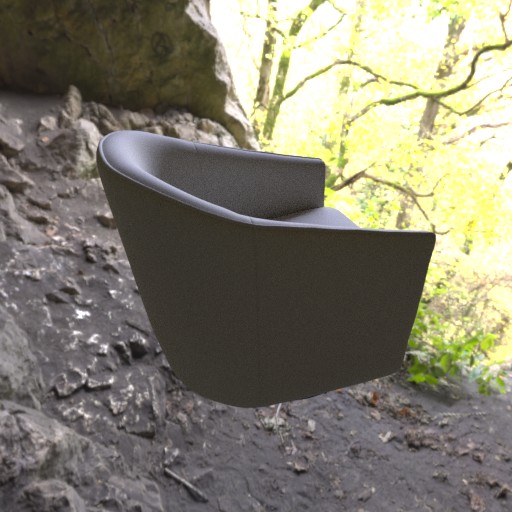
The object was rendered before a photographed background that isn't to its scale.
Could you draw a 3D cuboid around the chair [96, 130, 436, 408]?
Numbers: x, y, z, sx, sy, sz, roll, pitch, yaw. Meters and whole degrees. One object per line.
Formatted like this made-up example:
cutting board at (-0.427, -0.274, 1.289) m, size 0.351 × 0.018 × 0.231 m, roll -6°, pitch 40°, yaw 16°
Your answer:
chair at (0.000, 0.000, 1.453) m, size 0.875 × 0.799 × 0.747 m, roll -10°, pitch 31°, yaw -16°
